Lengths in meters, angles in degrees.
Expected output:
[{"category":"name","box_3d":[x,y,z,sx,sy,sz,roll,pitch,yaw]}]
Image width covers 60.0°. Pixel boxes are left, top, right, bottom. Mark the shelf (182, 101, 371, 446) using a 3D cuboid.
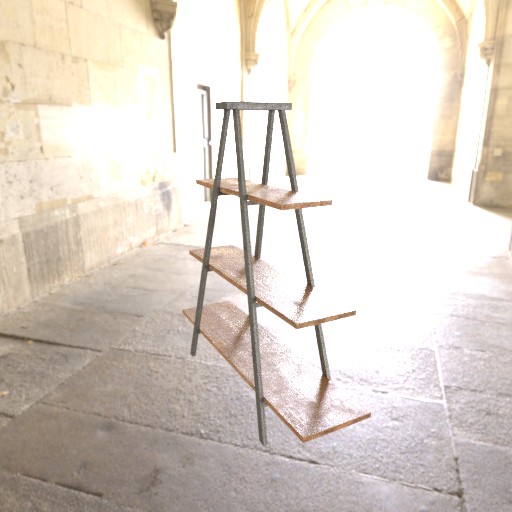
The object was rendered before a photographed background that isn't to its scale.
[{"category":"shelf","box_3d":[0.000,0.000,2.759,0.508,1.808,1.746,-9,18,-27]}]
